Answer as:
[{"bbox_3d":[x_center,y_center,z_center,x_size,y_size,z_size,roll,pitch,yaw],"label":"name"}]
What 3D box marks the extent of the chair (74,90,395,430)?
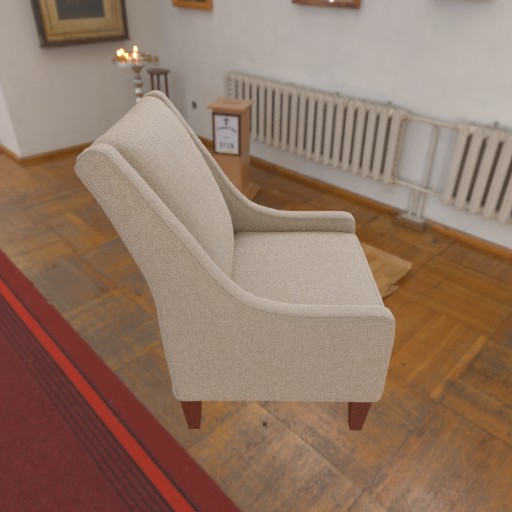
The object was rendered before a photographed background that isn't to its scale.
[{"bbox_3d":[0.000,0.000,1.608,0.870,1.014,0.774,0,31,1],"label":"chair"}]
